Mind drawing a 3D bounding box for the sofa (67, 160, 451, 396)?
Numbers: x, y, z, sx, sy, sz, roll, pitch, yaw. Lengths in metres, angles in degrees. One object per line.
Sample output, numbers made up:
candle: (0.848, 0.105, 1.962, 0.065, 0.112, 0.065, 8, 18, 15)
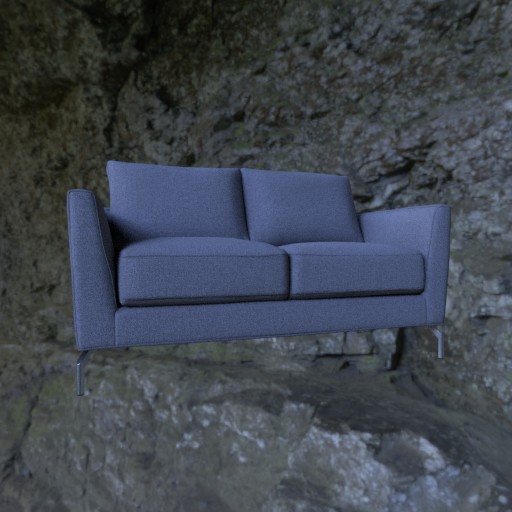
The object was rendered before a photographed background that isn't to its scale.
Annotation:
sofa: (0.000, 0.000, 2.091, 1.594, 0.924, 0.803, 0, 1, -19)
